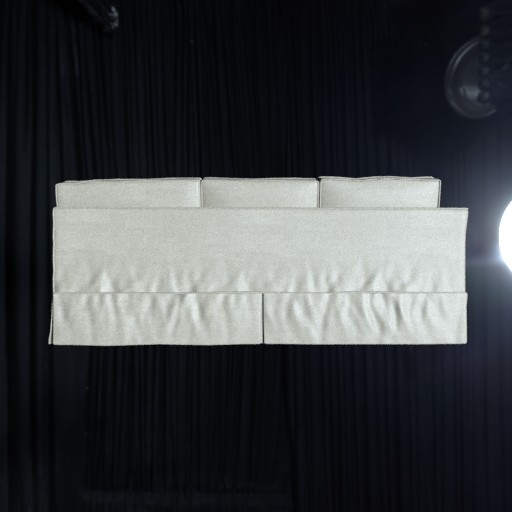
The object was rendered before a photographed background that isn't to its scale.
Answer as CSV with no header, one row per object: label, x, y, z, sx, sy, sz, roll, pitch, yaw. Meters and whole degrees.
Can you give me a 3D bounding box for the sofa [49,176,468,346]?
sofa,0.000,0.000,4.020,2.623,1.081,2.618,0,0,-1
